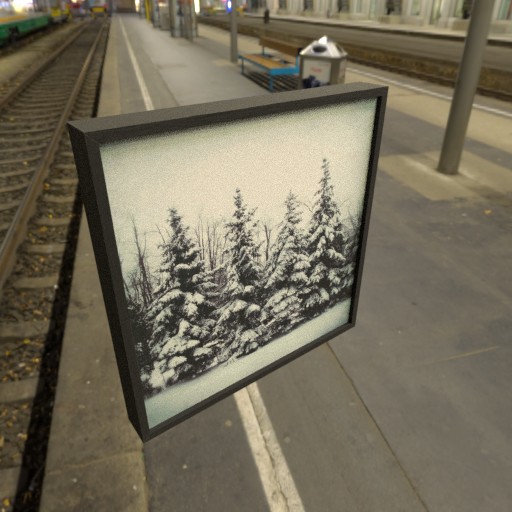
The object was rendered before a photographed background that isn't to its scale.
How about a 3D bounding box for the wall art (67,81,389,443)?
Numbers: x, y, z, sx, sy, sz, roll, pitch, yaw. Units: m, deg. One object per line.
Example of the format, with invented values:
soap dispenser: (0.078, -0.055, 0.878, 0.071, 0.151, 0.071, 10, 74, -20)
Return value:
wall art: (0.000, 0.000, 0.454, 0.305, 0.305, 0.037, -20, 36, -31)
